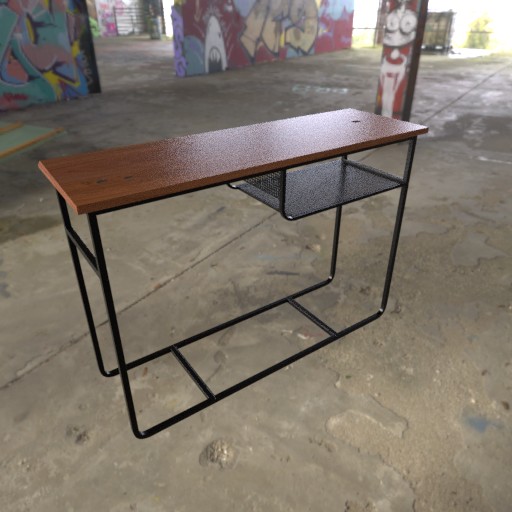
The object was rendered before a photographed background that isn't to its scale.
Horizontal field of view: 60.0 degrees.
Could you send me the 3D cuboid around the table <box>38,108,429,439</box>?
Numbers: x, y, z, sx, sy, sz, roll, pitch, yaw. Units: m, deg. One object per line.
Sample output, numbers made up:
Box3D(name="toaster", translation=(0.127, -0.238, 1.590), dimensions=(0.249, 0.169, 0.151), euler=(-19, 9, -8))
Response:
Box3D(name="table", translation=(0.000, 0.000, 1.451), dimensions=(1.100, 0.750, 0.350), euler=(-19, 35, -30))
